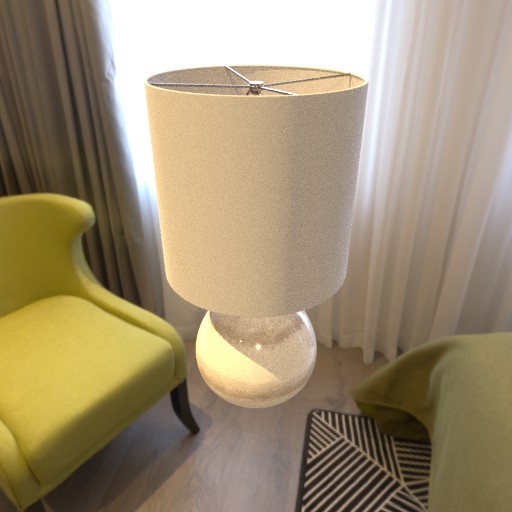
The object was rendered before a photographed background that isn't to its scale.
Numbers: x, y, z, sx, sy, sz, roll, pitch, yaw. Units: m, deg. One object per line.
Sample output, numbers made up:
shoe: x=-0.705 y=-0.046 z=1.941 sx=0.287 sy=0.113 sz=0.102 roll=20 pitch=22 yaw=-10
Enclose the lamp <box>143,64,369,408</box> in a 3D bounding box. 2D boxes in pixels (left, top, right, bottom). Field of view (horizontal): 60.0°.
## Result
lamp: x=0.000 y=0.000 z=0.534 sx=0.217 sy=0.404 sz=0.217 roll=-10 pitch=31 yaw=-17
